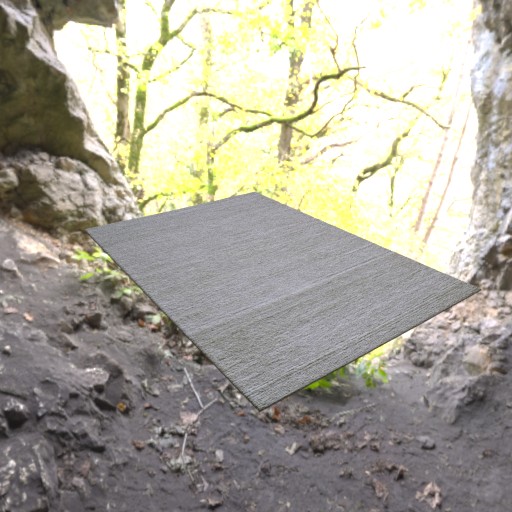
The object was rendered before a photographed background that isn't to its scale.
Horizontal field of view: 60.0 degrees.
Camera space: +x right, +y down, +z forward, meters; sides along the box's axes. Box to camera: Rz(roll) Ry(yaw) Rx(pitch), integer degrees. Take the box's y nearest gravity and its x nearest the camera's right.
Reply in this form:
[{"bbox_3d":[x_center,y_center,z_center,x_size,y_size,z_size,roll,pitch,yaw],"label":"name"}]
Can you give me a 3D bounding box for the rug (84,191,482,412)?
[{"bbox_3d":[0.000,0.000,2.979,1.606,0.017,2.270,-18,31,-32],"label":"rug"}]
